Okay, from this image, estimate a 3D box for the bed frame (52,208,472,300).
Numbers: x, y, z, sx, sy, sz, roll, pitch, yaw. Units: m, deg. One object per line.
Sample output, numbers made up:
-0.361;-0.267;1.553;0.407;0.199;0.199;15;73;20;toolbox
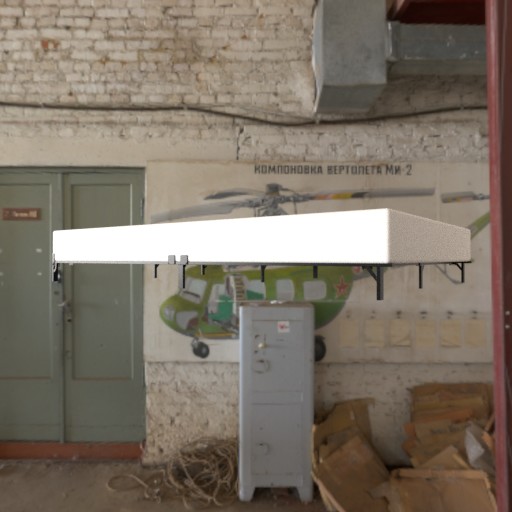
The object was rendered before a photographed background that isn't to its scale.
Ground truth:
0.000;0.000;3.738;2.987;0.440;1.930;0;0;36;bed frame
